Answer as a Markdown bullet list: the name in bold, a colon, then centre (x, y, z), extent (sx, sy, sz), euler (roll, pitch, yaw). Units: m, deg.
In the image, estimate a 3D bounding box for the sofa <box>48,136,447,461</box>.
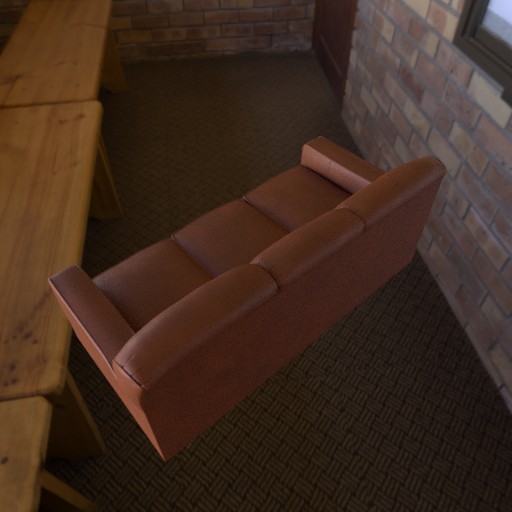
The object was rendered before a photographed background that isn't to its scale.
- **sofa**: centre (0.000, 0.000, 2.558), extent (2.039, 0.953, 1.008), euler (-33, 55, -27)
